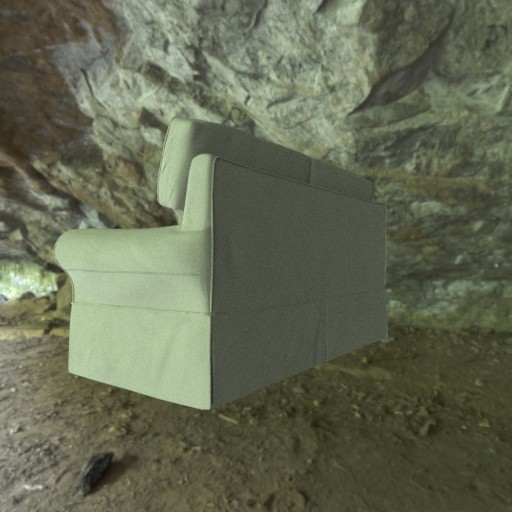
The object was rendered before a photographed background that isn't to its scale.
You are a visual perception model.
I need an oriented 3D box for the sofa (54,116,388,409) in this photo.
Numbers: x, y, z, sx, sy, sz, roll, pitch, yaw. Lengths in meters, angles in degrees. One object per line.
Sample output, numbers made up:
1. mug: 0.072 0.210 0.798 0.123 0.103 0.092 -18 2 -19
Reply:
1. sofa: 0.000 0.000 2.353 0.841 1.024 1.823 0 0 36
